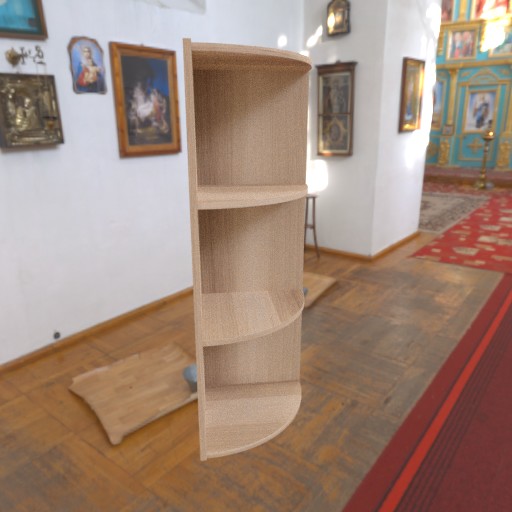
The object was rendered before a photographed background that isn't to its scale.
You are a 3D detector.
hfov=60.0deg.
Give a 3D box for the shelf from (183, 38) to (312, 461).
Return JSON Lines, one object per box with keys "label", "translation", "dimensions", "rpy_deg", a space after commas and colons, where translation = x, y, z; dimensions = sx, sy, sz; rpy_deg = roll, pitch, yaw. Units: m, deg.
{"label": "shelf", "translation": [0.000, 0.000, 1.036], "dimensions": [0.290, 0.872, 0.290], "rpy_deg": [-2, 16, -7]}
